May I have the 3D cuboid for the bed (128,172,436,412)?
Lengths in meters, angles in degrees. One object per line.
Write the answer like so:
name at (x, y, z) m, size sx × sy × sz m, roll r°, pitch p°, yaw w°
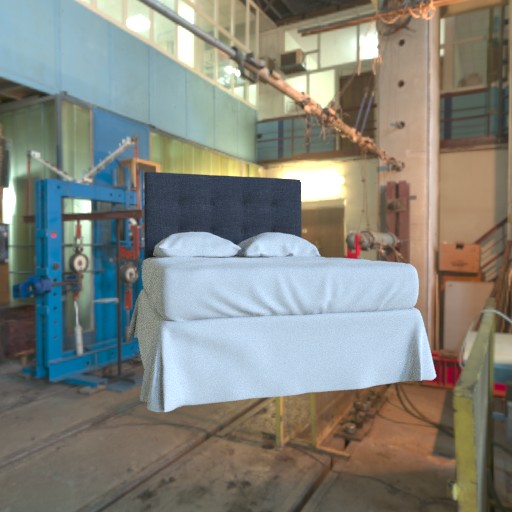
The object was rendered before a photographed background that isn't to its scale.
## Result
bed at (0.000, 0.000, 3.566) m, size 1.936 × 1.577 × 2.222 m, roll 0°, pitch 1°, yaw -17°
